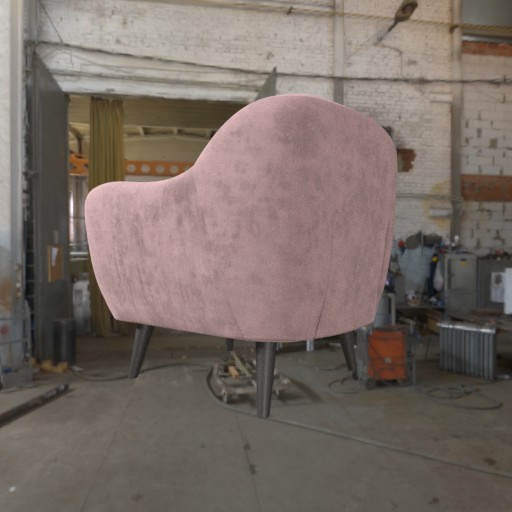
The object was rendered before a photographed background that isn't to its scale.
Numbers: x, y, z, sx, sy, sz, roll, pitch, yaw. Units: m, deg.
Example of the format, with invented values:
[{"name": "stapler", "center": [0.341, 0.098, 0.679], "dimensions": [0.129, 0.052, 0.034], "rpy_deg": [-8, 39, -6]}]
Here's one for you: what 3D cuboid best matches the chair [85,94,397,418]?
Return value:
[{"name": "chair", "center": [0.000, 0.000, 1.498], "dimensions": [0.820, 0.820, 0.840], "rpy_deg": [0, 1, 37]}]
